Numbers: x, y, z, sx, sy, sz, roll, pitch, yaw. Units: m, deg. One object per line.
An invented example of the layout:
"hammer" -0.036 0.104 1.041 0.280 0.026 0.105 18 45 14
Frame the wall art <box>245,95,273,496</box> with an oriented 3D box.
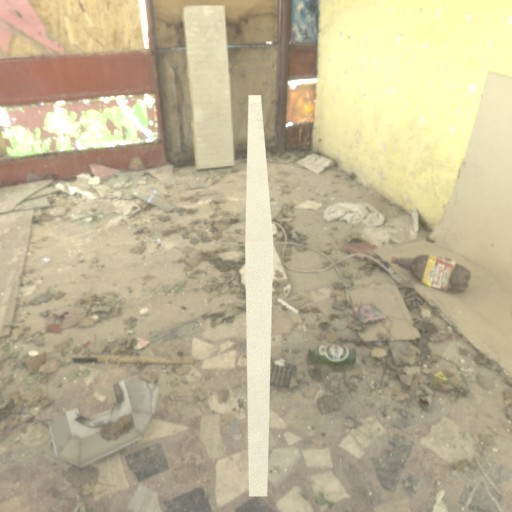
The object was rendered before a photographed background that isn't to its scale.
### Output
"wall art" 0.000 0.000 1.151 0.038 0.610 0.915 0 32 0
